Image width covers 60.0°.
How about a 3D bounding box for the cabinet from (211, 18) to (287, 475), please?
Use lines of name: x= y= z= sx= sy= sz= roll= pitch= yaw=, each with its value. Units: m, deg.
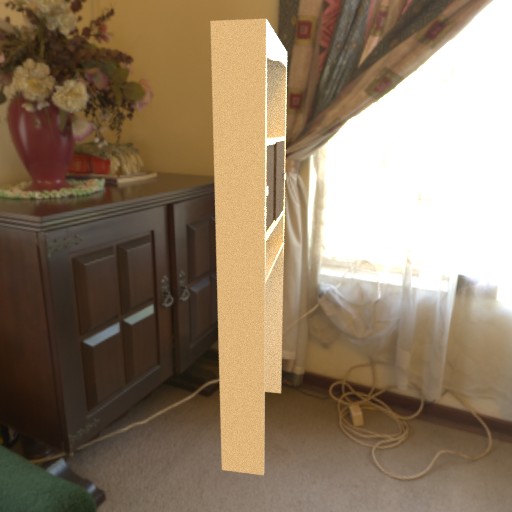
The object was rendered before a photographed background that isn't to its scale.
cabinet: x=0.000 y=0.000 z=1.982 sx=0.192 sy=1.770 sz=0.643 roll=3 pitch=16 yaw=9
